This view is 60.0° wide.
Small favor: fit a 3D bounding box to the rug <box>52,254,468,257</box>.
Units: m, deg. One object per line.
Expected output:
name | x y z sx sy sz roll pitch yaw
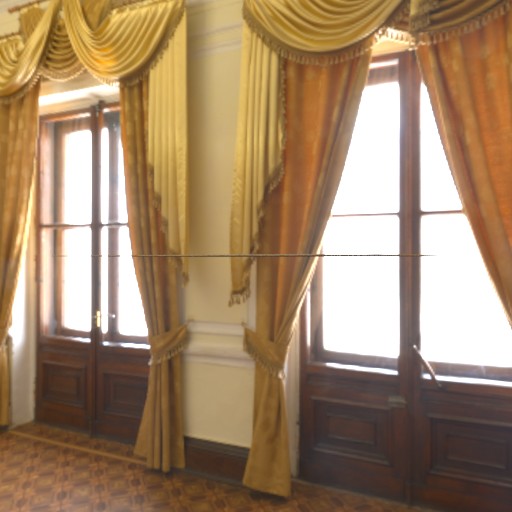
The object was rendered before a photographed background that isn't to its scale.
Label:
rug | 0.000 0.000 3.734 2.895 0.006 1.981 0 0 37
